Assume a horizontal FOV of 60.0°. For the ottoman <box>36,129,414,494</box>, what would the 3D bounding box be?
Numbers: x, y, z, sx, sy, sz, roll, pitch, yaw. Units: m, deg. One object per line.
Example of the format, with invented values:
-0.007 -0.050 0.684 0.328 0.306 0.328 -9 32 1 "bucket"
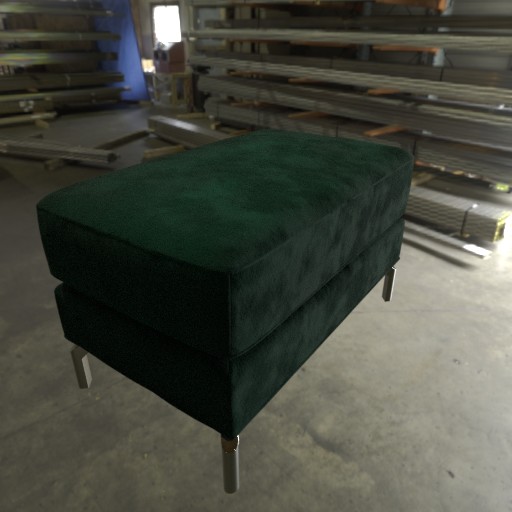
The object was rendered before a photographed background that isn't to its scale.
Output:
0.000 0.000 1.190 0.536 0.533 0.886 18 32 31 "ottoman"
